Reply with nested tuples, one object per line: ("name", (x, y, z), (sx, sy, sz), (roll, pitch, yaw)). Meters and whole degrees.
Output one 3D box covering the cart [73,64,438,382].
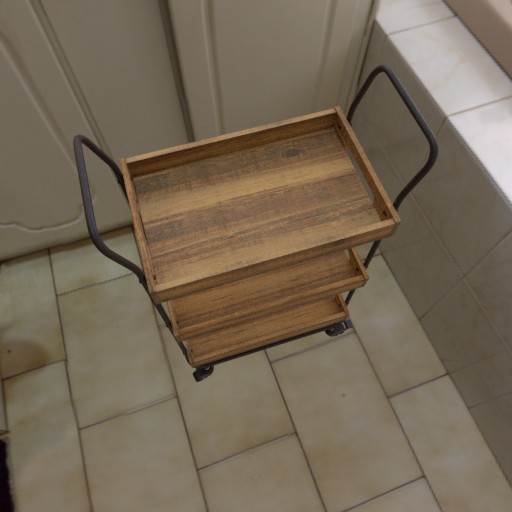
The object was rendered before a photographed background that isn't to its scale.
("cart", (0.000, 0.000, 1.119), (0.583, 0.857, 0.339), (-16, 65, -8))
